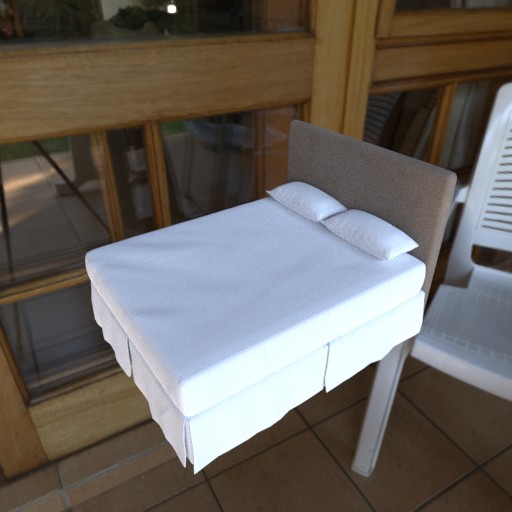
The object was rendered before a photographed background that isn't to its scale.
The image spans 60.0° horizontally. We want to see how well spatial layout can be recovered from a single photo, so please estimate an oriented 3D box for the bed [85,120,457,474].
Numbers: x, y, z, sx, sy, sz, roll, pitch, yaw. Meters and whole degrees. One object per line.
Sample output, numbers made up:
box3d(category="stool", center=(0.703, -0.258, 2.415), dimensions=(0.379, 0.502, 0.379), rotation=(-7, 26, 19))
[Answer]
box3d(category="bed", center=(0.000, 0.000, 3.243), dimensions=(2.142, 1.330, 1.723), rotation=(-20, 37, -29))
